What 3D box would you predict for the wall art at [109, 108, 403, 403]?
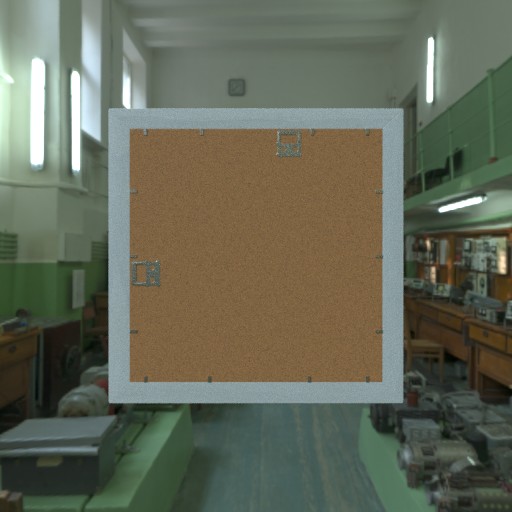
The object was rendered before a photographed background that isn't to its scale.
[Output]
[{"bbox_3d":[0.000,0.000,0.884,0.584,0.584,0.013,0,0,0],"label":"wall art"}]
